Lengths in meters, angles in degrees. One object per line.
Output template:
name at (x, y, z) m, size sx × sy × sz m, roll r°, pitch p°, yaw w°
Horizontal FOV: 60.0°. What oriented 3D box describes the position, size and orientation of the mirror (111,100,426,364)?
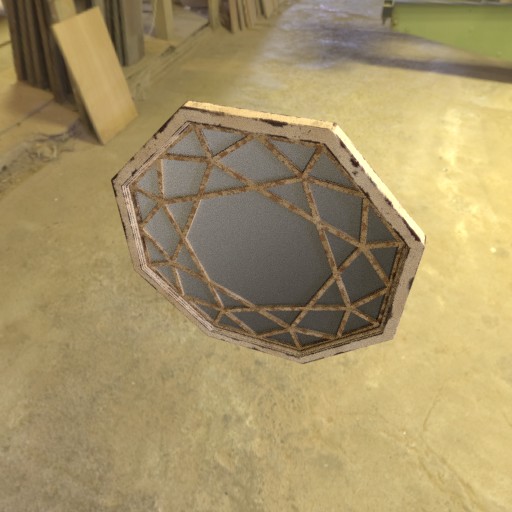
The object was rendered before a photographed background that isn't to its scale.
mirror at (0.000, 0.000, 0.967) m, size 0.648 × 0.648 × 0.031 m, roll 13°, pitch 44°, yaw 14°
